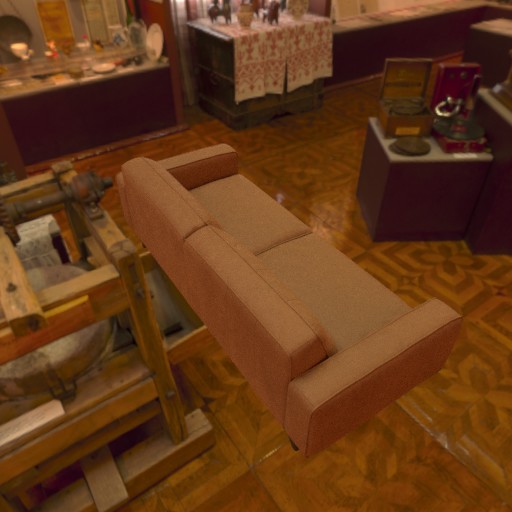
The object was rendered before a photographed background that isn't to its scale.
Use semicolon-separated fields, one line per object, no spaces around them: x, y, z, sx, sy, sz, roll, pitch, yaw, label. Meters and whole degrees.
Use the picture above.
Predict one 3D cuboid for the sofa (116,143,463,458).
0.000;0.000;2.750;0.953;0.780;2.270;-23;45;-25;sofa
